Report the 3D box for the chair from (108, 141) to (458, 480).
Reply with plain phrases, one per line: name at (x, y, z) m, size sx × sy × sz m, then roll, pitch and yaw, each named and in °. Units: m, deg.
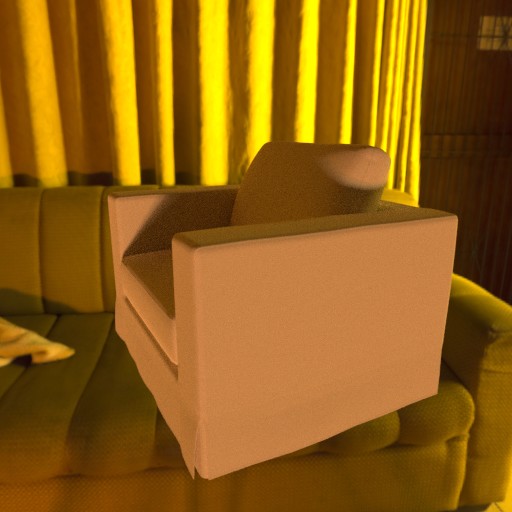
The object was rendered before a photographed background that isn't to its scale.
chair at (0.000, 0.000, 1.768) m, size 0.957 × 0.878 × 1.150 m, roll -8°, pitch 18°, yaw -27°
